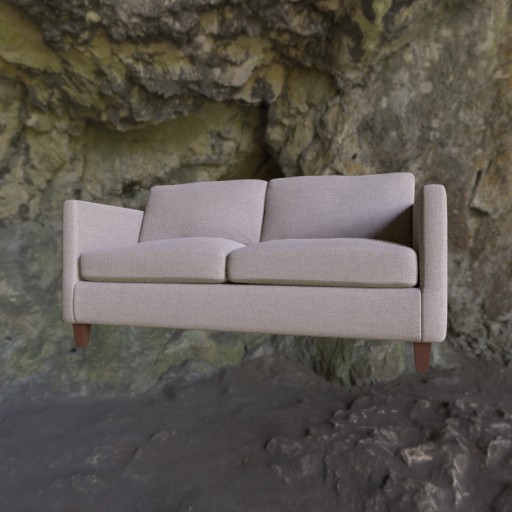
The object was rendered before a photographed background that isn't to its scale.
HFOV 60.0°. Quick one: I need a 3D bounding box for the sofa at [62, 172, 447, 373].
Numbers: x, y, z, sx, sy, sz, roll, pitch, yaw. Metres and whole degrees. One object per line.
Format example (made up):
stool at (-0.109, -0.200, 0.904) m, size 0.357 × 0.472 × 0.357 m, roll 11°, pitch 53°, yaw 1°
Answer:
sofa at (0.000, 0.000, 2.464) m, size 1.884 × 0.947 × 0.951 m, roll 0°, pitch 0°, yaw 17°
